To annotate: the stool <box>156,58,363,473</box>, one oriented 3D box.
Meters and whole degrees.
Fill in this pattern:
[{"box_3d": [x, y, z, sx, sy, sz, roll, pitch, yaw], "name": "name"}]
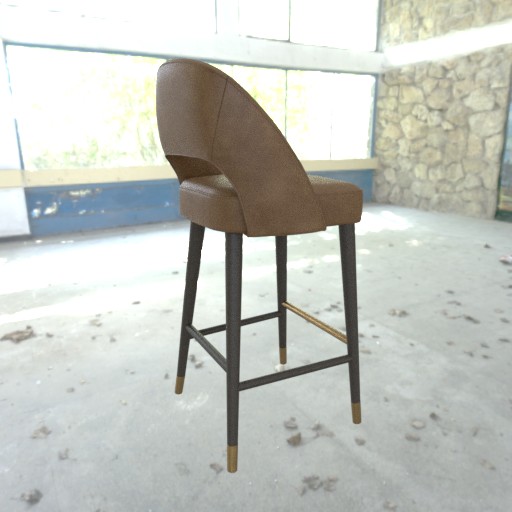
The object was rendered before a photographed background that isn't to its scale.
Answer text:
[{"box_3d": [0.000, 0.000, 1.316, 0.509, 1.037, 0.494, -8, 17, -28], "name": "stool"}]
